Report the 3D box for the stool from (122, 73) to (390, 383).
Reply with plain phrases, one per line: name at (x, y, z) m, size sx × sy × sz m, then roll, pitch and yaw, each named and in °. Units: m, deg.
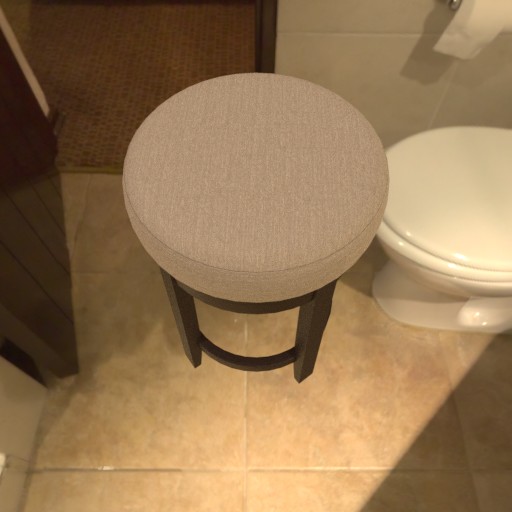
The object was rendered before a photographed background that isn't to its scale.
stool at (0.000, 0.000, 0.979) m, size 0.443 × 0.672 × 0.443 m, roll 0°, pitch 59°, yaw 0°
